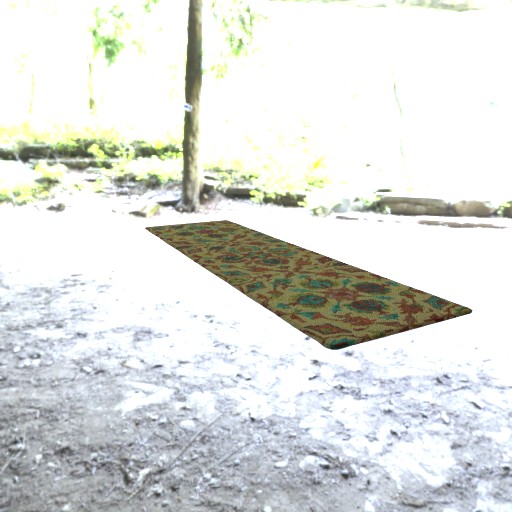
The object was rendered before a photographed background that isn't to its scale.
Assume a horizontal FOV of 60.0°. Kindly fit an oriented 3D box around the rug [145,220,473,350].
[{"bbox_3d":[0.000,0.000,2.500,0.693,0.016,2.273,-8,16,-27],"label":"rug"}]
